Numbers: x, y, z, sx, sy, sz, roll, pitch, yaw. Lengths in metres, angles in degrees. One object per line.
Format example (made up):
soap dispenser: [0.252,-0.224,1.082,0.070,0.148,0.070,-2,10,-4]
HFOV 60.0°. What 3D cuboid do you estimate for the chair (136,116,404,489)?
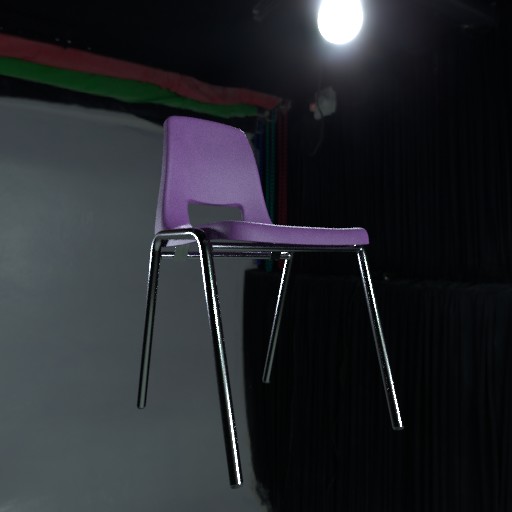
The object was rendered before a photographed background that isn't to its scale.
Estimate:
chair: [0.000,0.000,0.895,0.381,0.654,0.432,0,0,-35]
